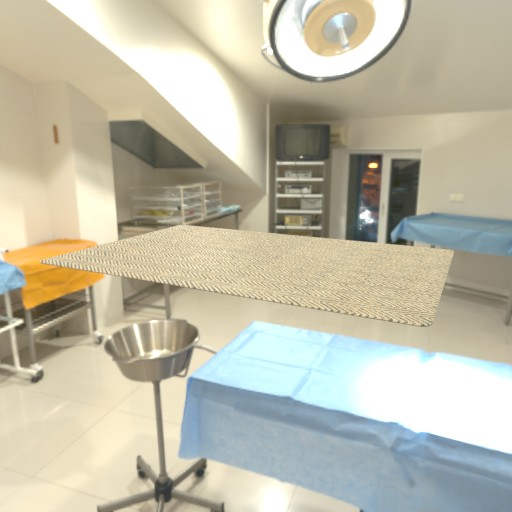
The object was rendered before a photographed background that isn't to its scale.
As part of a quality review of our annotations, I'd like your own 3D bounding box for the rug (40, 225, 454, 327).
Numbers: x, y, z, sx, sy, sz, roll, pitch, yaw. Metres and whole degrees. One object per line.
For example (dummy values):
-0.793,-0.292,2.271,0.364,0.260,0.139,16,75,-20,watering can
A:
0.000,0.000,2.208,1.752,0.008,1.144,7,15,26,rug
